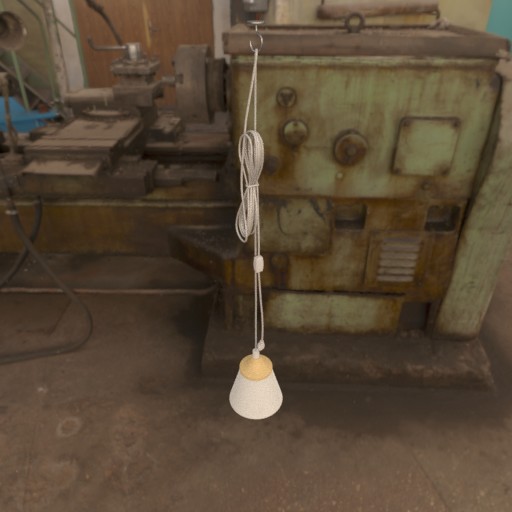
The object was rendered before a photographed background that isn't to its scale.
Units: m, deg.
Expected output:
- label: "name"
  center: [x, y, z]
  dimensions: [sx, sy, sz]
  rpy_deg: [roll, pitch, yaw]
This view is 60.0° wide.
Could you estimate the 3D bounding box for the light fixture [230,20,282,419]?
- label: "light fixture"
  center: [0.000, 0.000, 1.030]
  dimensions: [0.153, 0.966, 0.153]
  rpy_deg: [-8, 33, -13]
